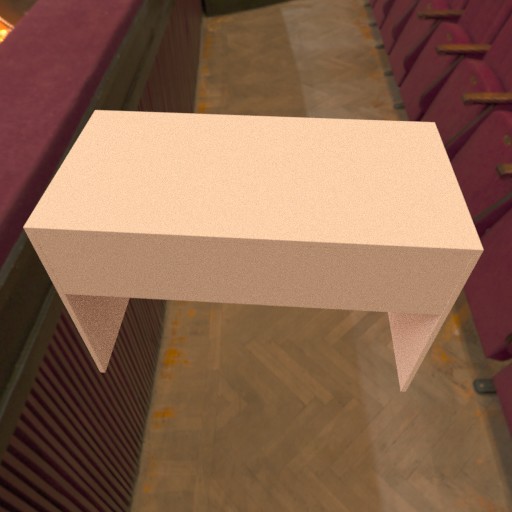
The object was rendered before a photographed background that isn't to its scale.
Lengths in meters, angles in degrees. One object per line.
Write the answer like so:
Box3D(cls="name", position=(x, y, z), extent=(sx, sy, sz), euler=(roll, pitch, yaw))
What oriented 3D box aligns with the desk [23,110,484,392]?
Box3D(cls="desk", position=(0.000, 0.000, 1.512), extent=(1.100, 0.730, 0.560), euler=(3, 47, 3))
